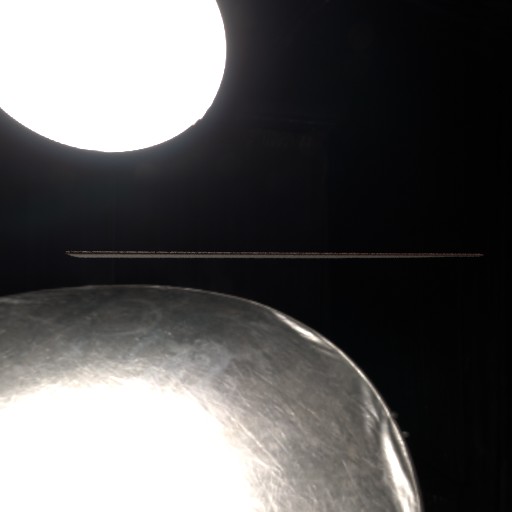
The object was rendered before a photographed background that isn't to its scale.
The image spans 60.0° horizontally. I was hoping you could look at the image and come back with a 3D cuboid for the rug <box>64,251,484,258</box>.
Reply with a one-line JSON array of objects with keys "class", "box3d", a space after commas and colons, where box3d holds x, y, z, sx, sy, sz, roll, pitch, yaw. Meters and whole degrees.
[{"class": "rug", "box3d": [0.000, 0.000, 5.181, 3.965, 0.025, 2.803, 0, -1, -20]}]
